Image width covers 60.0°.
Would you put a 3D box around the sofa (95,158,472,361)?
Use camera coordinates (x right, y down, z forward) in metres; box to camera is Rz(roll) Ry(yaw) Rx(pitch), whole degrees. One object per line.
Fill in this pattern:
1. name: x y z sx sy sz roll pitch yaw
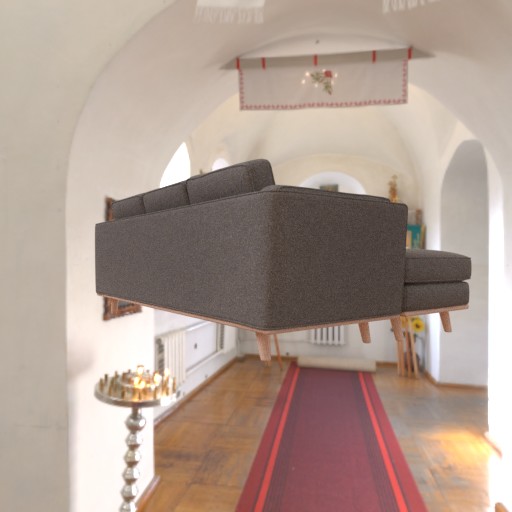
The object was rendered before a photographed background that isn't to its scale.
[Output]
1. sofa: 0.000 0.000 3.170 1.604 0.929 2.411 0 0 -36
